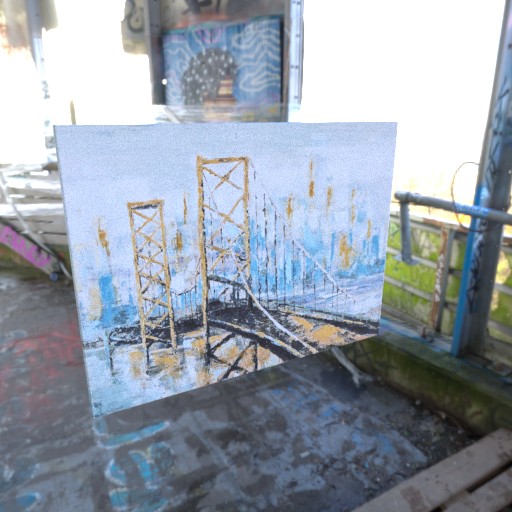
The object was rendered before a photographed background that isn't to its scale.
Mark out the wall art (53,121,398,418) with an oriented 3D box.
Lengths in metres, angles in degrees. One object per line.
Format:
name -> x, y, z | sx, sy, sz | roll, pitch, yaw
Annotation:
wall art -> 0.000, 0.000, 1.322 | 1.016, 0.762, 0.038 | -9, 20, -27
